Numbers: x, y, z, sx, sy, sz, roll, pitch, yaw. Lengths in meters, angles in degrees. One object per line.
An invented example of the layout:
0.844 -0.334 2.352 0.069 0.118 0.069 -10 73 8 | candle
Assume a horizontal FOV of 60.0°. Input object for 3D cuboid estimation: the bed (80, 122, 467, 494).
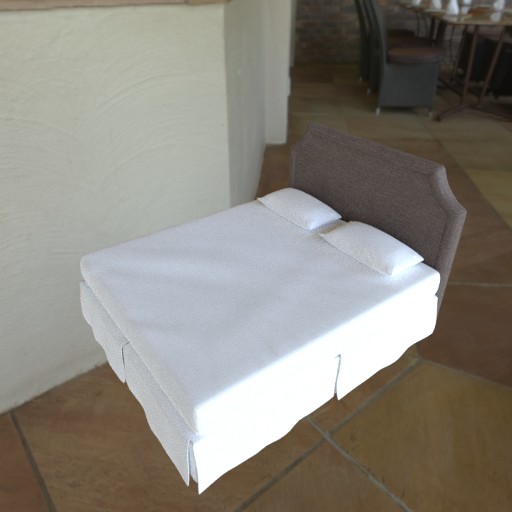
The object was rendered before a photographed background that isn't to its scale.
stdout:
0.000 0.000 3.998 2.773 1.590 2.350 -22 38 -30 | bed
